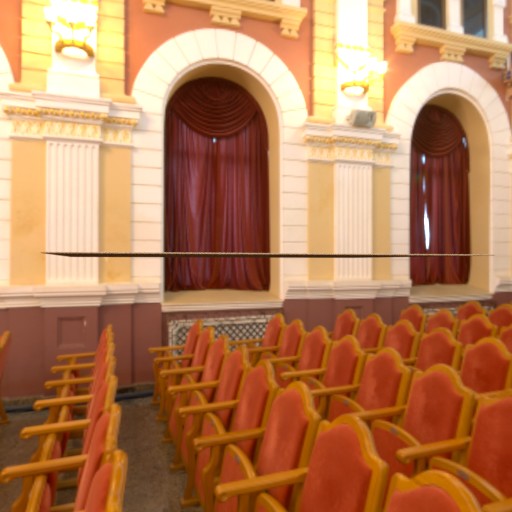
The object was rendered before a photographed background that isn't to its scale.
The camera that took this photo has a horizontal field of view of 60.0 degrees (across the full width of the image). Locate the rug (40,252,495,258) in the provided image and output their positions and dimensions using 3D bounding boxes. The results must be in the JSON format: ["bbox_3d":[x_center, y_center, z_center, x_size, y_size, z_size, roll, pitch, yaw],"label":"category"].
[{"bbox_3d":[0.000,0.000,2.811,2.289,0.006,1.523,0,-1,-18],"label":"rug"}]
